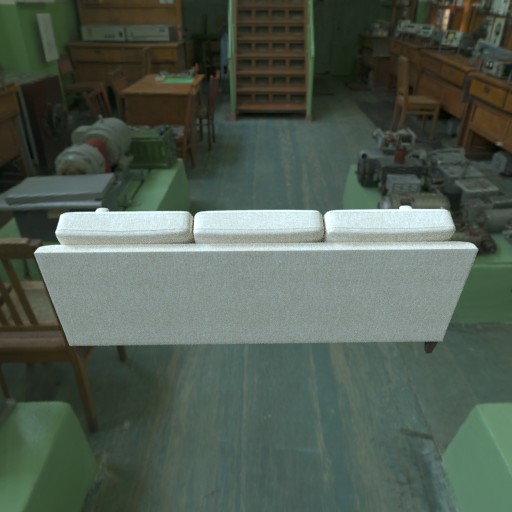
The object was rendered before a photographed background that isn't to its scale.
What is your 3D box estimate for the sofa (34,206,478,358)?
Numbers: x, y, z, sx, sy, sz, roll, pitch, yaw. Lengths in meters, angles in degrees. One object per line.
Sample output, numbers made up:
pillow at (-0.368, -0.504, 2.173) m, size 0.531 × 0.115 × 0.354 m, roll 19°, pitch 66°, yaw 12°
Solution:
sofa at (0.000, 0.000, 2.810) m, size 2.210 × 0.940 × 1.041 m, roll -1°, pitch 31°, yaw -1°
